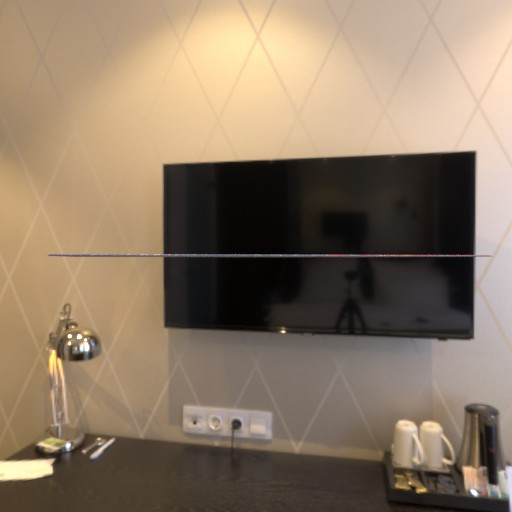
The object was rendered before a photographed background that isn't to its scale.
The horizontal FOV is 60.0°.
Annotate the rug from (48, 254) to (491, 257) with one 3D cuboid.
[{"bbox_3d":[0.000,0.000,3.651,2.896,0.013,2.007,0,0,-18],"label":"rug"}]
